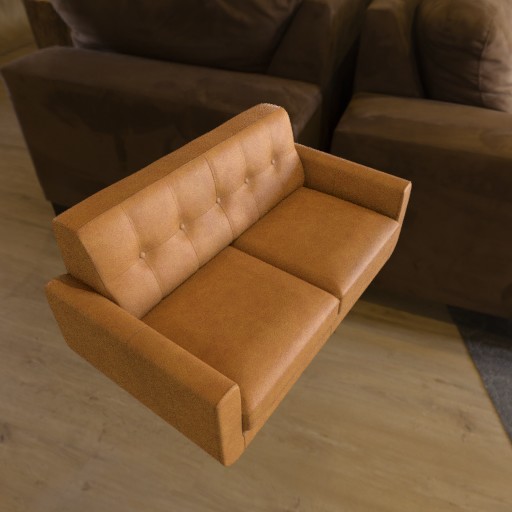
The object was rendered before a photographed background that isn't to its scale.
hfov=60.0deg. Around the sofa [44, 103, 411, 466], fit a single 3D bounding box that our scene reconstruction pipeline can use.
[{"bbox_3d":[0.000,0.000,2.183,0.952,0.925,1.651,25,47,26],"label":"sofa"}]
